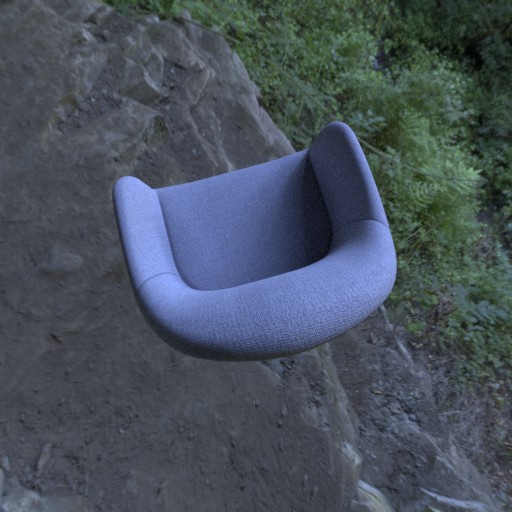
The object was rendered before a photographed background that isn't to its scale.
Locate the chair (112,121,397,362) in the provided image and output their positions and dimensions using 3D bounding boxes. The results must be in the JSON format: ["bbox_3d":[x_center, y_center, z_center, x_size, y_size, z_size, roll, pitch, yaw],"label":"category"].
[{"bbox_3d":[0.000,0.000,1.196,0.590,0.795,0.550,-16,77,-4],"label":"chair"}]
